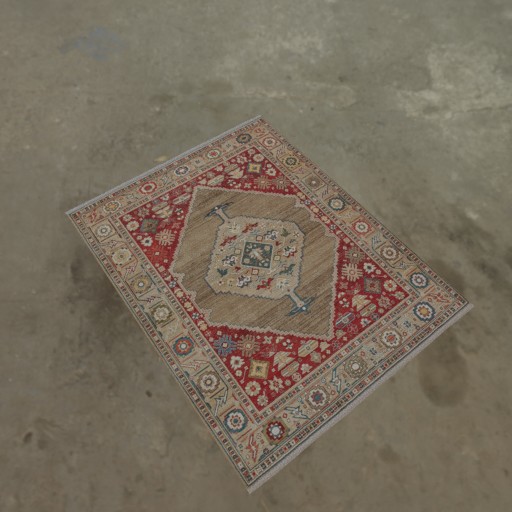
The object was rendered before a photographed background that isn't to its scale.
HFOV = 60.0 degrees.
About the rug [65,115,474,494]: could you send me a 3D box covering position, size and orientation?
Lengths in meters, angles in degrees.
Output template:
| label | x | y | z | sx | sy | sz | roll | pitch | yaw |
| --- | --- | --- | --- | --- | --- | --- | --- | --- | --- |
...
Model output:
| label | x | y | z | sx | sy | sz | roll | pitch | yaw |
| --- | --- | --- | --- | --- | --- | --- | --- | --- | --- |
| rug | 0.000 | 0.000 | 4.173 | 2.451 | 0.008 | 3.143 | -32 | 63 | -19 |
